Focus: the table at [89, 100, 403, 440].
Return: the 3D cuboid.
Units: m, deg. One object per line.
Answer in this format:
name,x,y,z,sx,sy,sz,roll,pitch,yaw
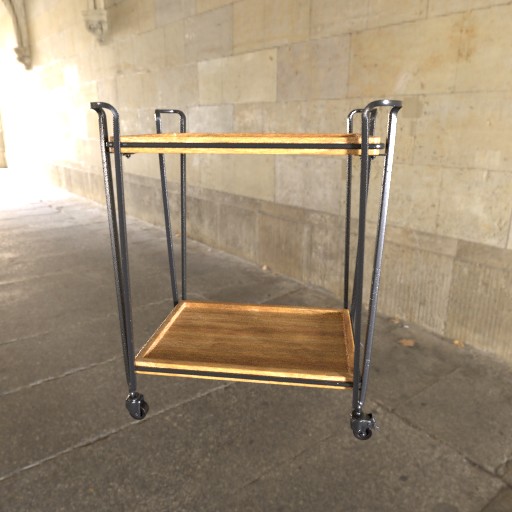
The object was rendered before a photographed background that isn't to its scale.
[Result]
table,0.000,0.000,1.223,0.672,0.785,0.505,2,17,8
